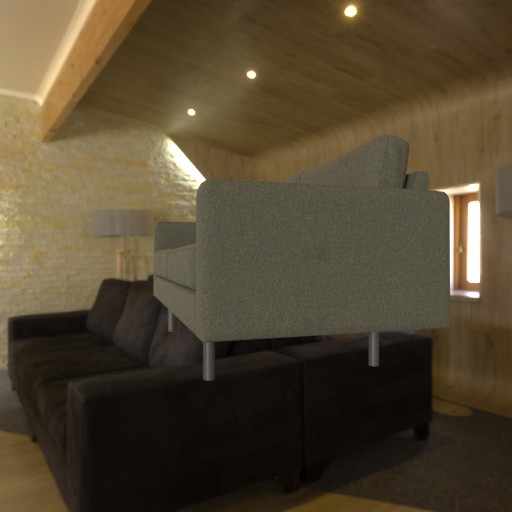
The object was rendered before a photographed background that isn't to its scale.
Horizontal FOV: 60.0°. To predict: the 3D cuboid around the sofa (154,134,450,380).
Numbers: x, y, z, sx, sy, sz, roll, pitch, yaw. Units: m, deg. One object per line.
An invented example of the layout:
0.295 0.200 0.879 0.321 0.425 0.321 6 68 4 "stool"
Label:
0.000 0.000 2.230 0.889 0.897 1.730 0 0 -18 "sofa"
